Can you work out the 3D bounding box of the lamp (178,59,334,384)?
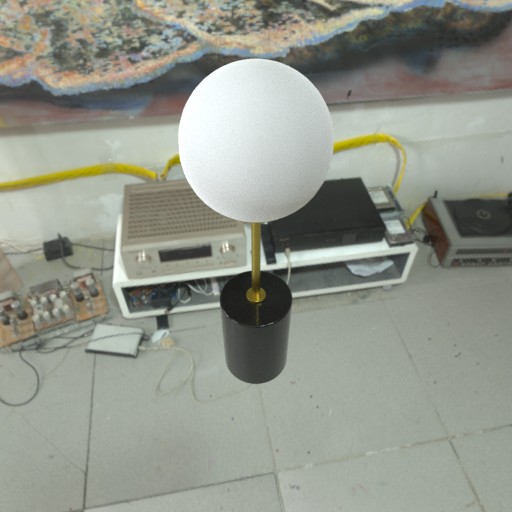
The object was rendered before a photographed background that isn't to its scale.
[{"bbox_3d":[0.000,0.000,0.560,0.153,0.480,0.153,0,46,0],"label":"lamp"}]
